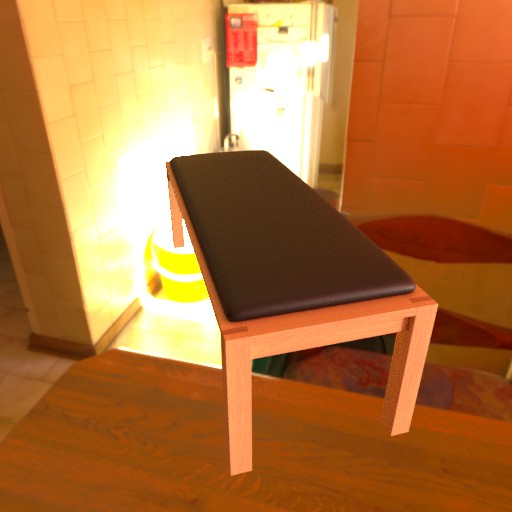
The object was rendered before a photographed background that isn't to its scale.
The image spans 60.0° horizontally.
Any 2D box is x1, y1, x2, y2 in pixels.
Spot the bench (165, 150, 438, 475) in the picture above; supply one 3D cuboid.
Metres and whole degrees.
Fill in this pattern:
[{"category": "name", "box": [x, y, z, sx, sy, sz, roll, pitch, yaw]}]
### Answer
[{"category": "bench", "box": [0.000, 0.000, 1.452, 0.450, 0.430, 1.202, -7, 29, -14]}]
